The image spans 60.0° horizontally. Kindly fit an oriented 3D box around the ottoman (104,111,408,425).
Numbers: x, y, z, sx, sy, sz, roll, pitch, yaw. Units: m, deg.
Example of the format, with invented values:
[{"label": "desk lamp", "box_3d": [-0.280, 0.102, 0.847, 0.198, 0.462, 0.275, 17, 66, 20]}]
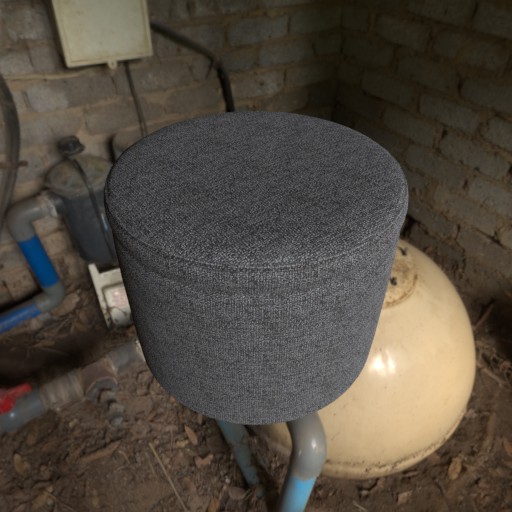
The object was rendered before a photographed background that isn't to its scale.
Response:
[{"label": "ottoman", "box_3d": [0.000, 0.000, 0.891, 0.520, 0.430, 0.520, 0, 40, 0]}]
